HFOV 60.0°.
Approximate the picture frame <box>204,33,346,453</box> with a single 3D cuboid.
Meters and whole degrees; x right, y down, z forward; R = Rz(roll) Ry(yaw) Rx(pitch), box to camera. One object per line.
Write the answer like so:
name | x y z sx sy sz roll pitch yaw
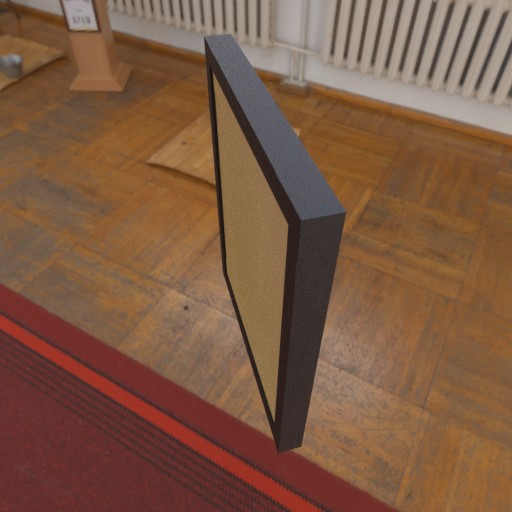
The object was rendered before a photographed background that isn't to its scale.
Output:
picture frame | 0.000 0.000 0.750 0.044 0.555 0.452 -11 47 -11
